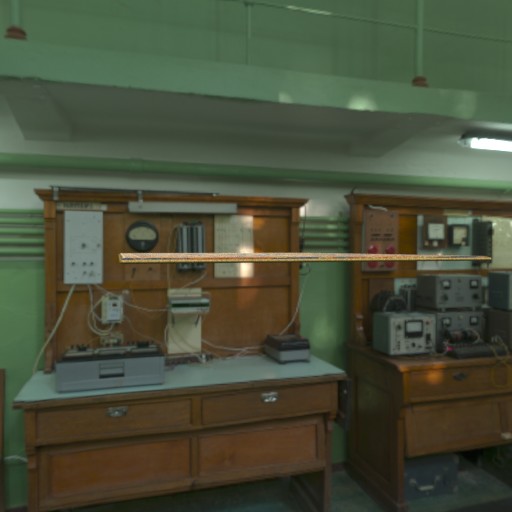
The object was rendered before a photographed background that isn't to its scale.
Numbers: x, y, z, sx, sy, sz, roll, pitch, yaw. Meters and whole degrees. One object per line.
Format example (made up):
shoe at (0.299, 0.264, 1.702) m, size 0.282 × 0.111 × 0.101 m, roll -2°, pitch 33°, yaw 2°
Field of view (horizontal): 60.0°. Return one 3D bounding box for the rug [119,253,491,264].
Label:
rug at (0.000, 0.000, 4.116) m, size 2.435 × 0.031 × 3.040 m, roll 0°, pitch 1°, yaw -17°
